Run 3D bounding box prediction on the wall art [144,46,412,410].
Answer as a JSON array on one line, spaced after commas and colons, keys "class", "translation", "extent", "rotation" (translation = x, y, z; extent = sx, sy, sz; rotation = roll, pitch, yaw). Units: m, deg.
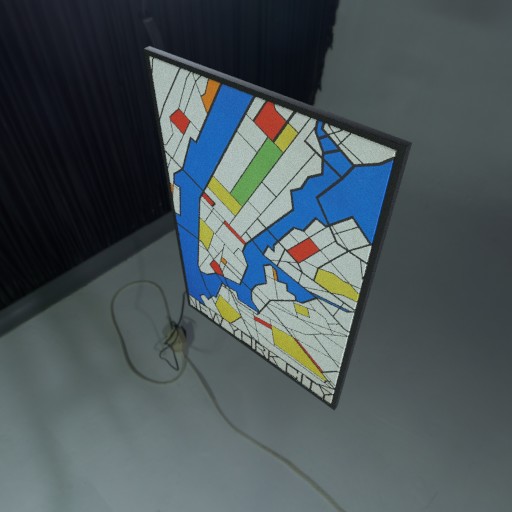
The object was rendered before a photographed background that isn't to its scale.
[{"class": "wall art", "translation": [0.000, 0.000, 0.843], "extent": [0.457, 0.657, 0.013], "rotation": [31, 53, 27]}]
